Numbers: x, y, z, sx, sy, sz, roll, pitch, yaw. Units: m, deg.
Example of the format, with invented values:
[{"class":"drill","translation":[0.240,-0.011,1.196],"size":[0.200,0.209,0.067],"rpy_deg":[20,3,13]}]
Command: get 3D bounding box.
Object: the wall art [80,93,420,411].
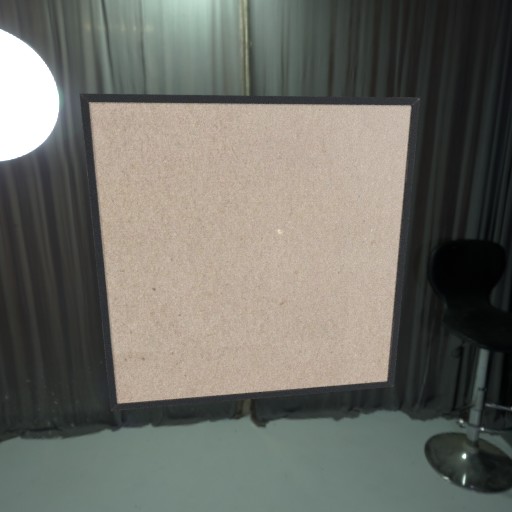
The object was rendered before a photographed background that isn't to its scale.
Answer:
[{"class":"wall art","translation":[0.000,0.000,0.451],"size":[0.305,0.305,0.038],"rpy_deg":[-2,15,-8]}]
